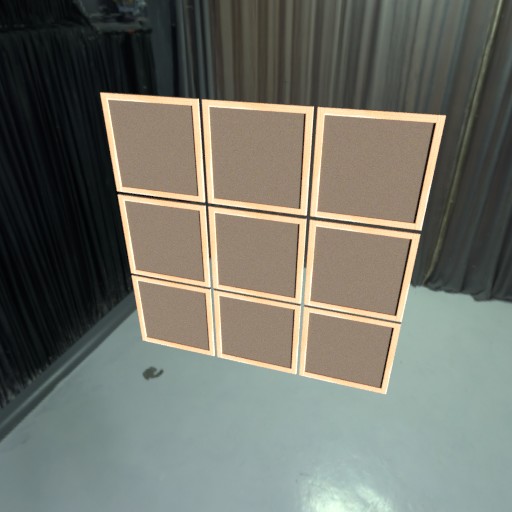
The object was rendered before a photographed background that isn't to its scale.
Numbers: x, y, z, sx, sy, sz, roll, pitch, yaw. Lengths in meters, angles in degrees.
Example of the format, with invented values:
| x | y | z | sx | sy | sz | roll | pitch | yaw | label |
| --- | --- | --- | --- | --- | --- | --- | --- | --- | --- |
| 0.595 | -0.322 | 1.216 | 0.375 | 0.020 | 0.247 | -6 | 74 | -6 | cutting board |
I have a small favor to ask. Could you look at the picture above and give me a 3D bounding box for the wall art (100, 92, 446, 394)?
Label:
| x | y | z | sx | sy | sz | roll | pitch | yaw | label |
| --- | --- | --- | --- | --- | --- | --- | --- | --- | --- |
| 0.000 | 0.000 | 1.822 | 1.216 | 1.218 | 0.013 | 9 | 32 | 15 | wall art |
